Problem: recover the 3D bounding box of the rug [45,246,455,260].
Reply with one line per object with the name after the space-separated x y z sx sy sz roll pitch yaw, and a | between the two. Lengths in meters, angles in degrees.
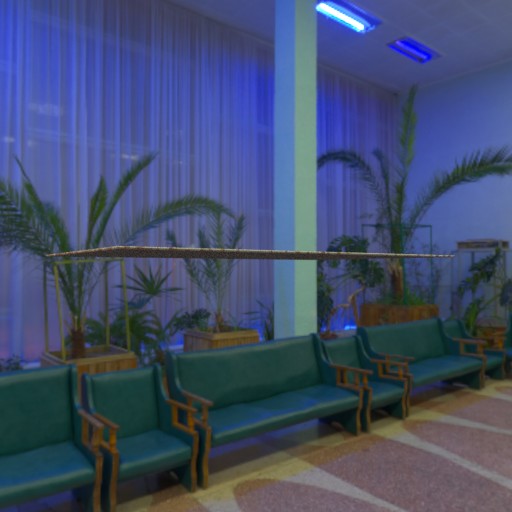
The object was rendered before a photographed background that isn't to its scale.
0.000 0.000 3.096 2.435 0.011 1.517 1 -2 -35 | rug
